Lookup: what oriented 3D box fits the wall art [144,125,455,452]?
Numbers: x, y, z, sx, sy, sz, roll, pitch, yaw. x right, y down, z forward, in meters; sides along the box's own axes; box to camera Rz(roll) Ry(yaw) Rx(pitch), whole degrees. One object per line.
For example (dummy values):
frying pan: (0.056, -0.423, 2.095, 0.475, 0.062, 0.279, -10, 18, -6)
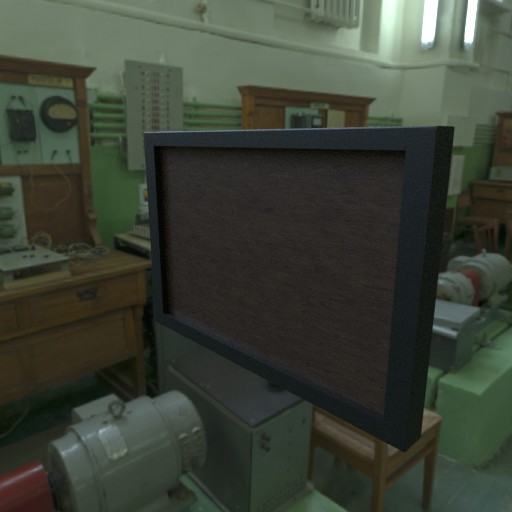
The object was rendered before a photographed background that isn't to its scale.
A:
wall art: (0.000, 0.000, 0.834, 0.051, 0.456, 0.671, -14, 20, -42)
